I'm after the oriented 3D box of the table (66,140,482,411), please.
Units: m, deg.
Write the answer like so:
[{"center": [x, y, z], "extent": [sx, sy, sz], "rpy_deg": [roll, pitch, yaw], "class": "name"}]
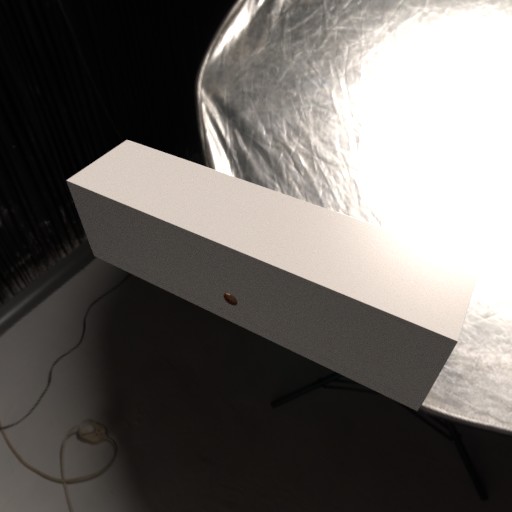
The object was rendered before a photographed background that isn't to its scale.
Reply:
[{"center": [0.000, 0.000, 1.806], "extent": [1.550, 0.440, 0.400], "rpy_deg": [22, 49, 21], "class": "table"}]
